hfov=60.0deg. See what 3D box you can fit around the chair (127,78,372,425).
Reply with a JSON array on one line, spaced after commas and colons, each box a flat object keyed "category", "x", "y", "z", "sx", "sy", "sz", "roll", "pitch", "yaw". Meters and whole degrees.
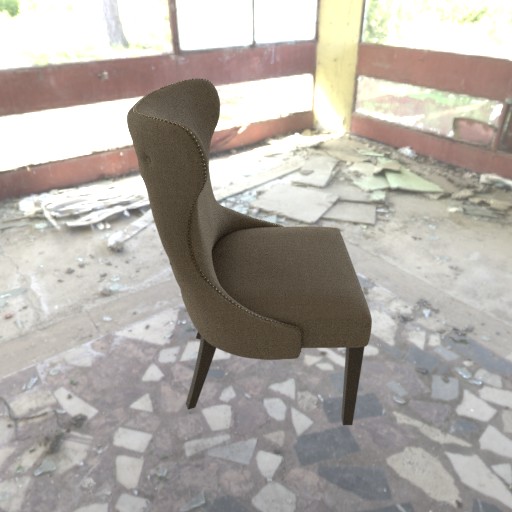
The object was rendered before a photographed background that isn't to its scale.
[{"category": "chair", "x": 0.000, "y": 0.000, "z": 1.387, "sx": 0.635, "sy": 0.967, "sz": 0.628, "roll": 0, "pitch": 31, "yaw": -1}]
